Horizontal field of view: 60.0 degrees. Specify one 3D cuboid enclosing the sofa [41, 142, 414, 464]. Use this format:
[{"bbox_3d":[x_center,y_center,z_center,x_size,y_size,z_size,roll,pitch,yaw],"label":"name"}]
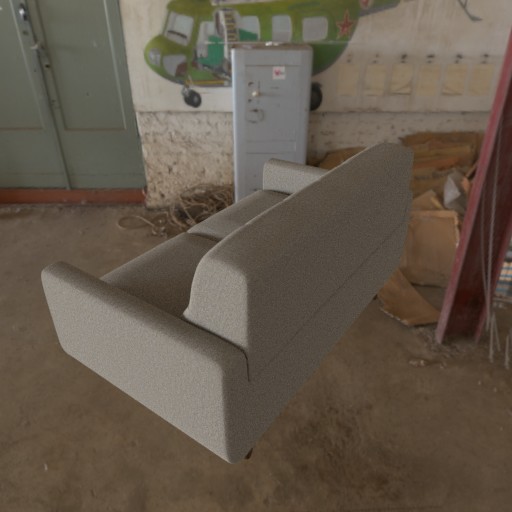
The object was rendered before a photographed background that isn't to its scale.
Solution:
[{"bbox_3d":[0.000,0.000,2.150,0.952,0.925,1.651,20,37,30],"label":"sofa"}]
